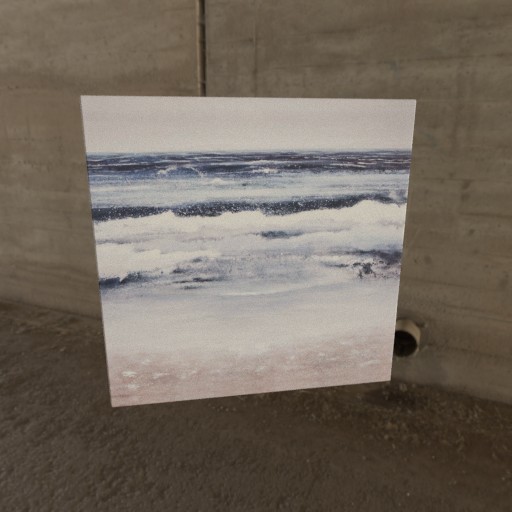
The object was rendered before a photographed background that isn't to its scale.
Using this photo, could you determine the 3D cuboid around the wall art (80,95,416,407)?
[{"bbox_3d":[0.000,0.000,1.112,0.755,0.747,0.065,-3,16,-9],"label":"wall art"}]
